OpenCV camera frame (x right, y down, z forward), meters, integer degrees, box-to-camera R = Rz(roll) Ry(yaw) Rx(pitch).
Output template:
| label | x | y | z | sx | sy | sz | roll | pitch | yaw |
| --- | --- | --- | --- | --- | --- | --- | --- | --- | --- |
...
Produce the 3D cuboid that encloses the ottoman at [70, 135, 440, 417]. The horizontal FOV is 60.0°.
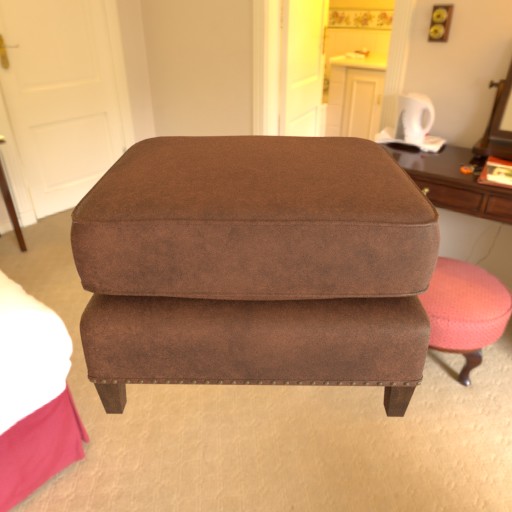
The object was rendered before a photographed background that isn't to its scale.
| label | x | y | z | sx | sy | sz | roll | pitch | yaw |
| --- | --- | --- | --- | --- | --- | --- | --- | --- | --- |
| ottoman | 0.000 | 0.000 | 1.135 | 0.738 | 0.537 | 0.589 | 0 | 30 | 1 |
